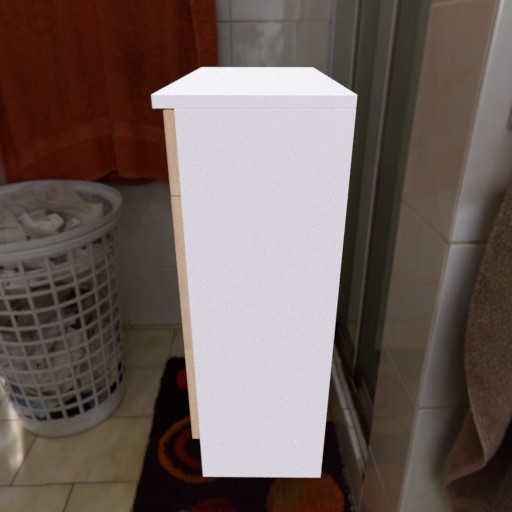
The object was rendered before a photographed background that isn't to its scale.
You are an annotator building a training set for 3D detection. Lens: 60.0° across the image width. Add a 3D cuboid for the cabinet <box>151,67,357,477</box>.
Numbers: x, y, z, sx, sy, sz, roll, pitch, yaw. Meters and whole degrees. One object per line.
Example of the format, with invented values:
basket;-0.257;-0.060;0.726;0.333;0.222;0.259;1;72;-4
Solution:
cabinet;0.000;0.000;1.084;0.296;0.815;0.600;0;27;1
